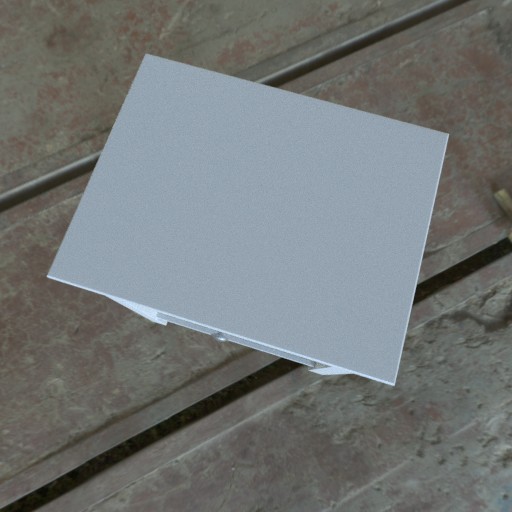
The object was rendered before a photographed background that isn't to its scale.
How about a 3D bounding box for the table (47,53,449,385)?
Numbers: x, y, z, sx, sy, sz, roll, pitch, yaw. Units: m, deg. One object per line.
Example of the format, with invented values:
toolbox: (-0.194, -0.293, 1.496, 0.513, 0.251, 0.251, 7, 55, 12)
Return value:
table: (0.000, 0.000, 1.043, 0.564, 0.646, 0.451, 17, 75, 4)
